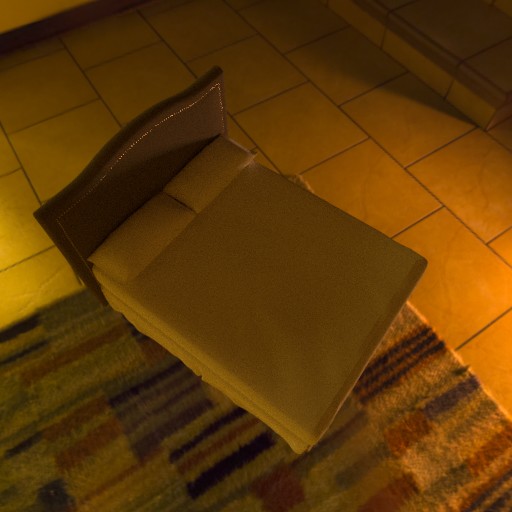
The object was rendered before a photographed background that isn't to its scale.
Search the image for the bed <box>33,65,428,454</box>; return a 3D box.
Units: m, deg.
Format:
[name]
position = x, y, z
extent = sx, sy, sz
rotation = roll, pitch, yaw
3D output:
[bed]
position = 0.000, 0.000, 3.104
extent = 2.036, 1.387, 1.666
rotation = 33, 65, 18
